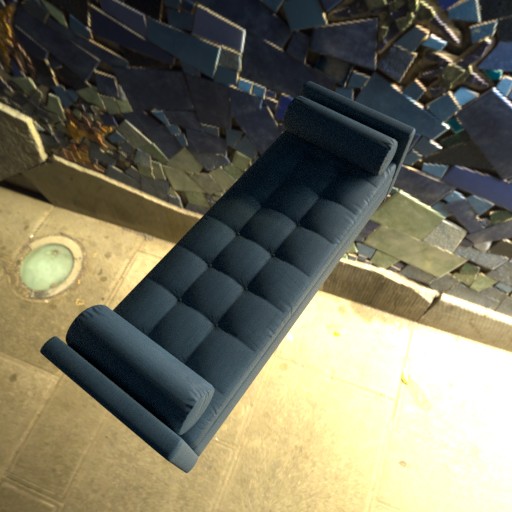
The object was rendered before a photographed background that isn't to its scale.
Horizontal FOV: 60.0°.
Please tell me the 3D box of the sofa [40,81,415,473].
[{"bbox_3d":[0.000,0.000,2.292,0.686,0.635,1.981,32,64,17],"label":"sofa"}]
